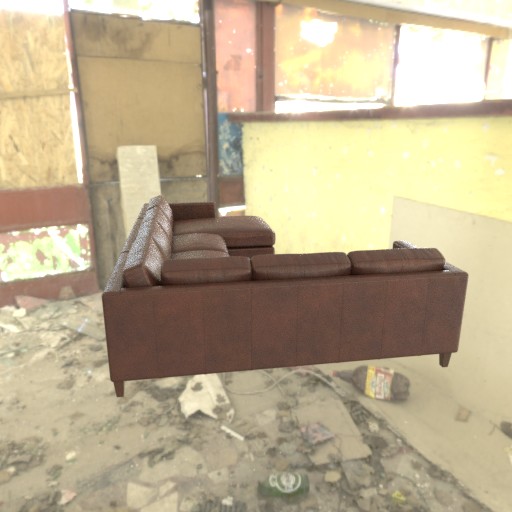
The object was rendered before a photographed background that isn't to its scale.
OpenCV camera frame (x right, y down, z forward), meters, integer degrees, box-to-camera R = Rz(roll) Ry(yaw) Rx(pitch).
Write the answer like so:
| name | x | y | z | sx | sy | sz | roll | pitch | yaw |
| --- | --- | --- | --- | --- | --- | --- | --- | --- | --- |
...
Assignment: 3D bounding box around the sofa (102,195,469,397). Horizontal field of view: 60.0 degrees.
| name | x | y | z | sx | sy | sz | roll | pitch | yaw |
| --- | --- | --- | --- | --- | --- | --- | --- | --- | --- |
| sofa | 0.000 | 0.000 | 4.518 | 2.452 | 0.891 | 3.324 | -3 | 17 | -9 |
